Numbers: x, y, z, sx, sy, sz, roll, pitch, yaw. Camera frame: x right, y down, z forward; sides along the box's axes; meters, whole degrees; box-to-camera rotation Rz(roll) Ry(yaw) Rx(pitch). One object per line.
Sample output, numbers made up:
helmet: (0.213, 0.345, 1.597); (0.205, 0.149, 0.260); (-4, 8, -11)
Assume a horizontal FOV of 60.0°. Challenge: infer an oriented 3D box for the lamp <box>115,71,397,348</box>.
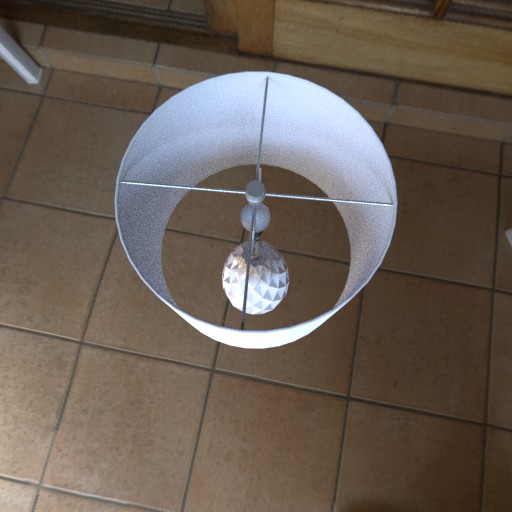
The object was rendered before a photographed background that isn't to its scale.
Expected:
lamp: (0.000, 0.000, 0.714); (0.297, 0.522, 0.297); (0, 74, 0)
